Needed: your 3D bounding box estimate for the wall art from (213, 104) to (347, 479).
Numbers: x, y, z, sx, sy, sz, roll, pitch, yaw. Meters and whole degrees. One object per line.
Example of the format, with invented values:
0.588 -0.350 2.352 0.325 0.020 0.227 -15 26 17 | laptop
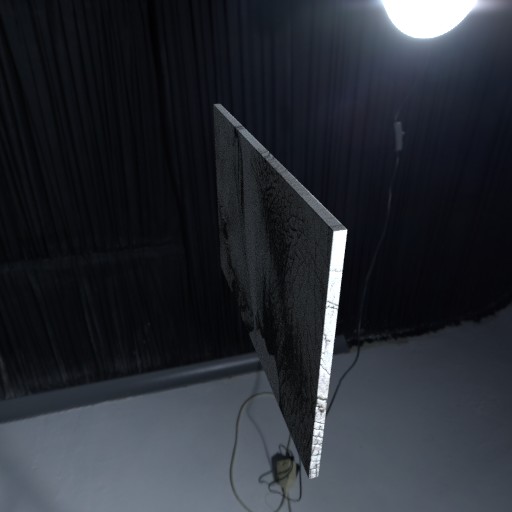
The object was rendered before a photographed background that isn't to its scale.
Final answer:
0.000 0.000 1.192 0.023 0.607 0.914 -8 32 -14 | wall art
